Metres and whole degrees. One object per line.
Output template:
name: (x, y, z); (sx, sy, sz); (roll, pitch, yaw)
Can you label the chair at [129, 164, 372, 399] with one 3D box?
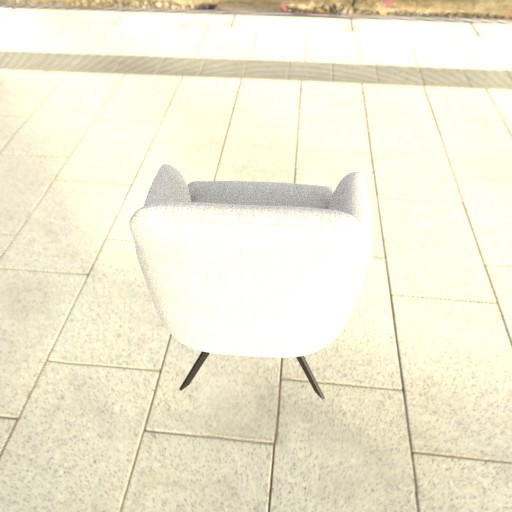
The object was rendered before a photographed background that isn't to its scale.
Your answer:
chair: (0.000, 0.000, 1.346); (0.642, 0.874, 0.677); (3, 47, 3)
